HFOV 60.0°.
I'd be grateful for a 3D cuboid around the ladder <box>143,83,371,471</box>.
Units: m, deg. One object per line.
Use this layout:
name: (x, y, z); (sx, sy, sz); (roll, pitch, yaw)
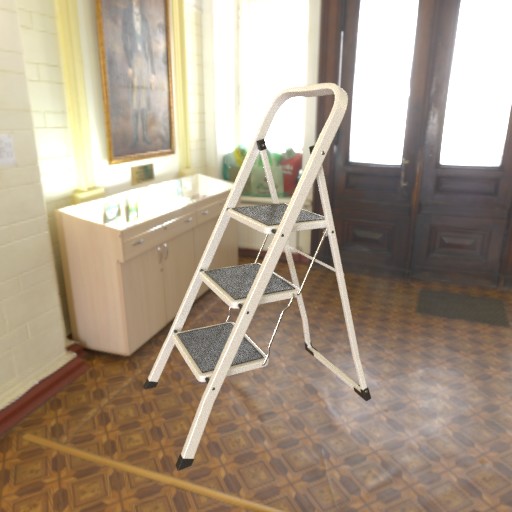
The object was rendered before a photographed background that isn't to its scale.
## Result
ladder: (0.000, 0.000, 1.441); (0.711, 1.050, 0.460); (-8, 19, -24)
